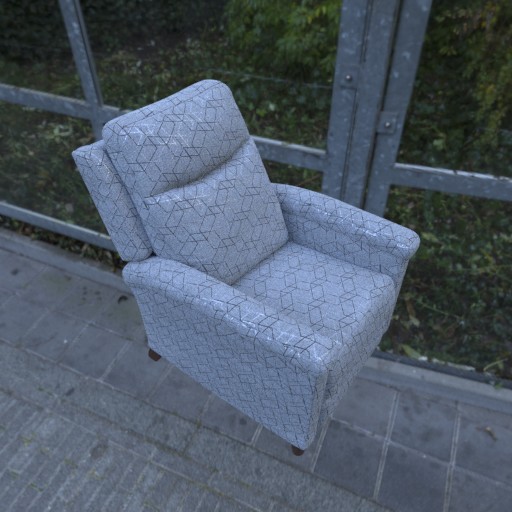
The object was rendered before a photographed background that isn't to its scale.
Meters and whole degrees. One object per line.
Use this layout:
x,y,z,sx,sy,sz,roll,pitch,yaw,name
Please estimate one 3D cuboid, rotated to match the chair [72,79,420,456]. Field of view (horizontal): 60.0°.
0.000,0.000,1.679,0.987,1.048,0.753,26,48,27,chair
